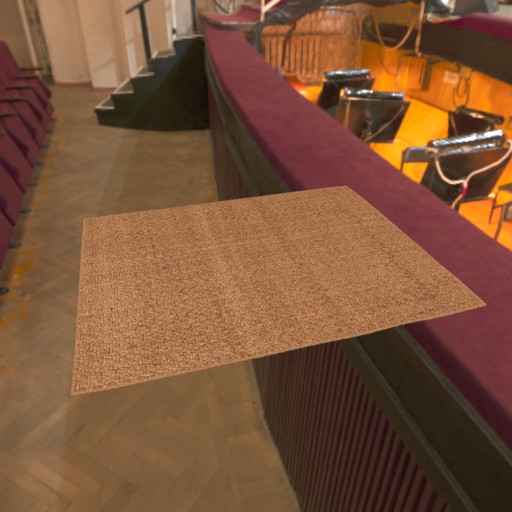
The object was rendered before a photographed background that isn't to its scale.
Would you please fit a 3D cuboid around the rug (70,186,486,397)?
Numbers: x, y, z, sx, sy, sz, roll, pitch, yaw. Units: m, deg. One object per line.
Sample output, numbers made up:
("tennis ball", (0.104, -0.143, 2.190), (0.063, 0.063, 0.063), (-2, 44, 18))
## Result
("rug", (0.000, 0.000, 4.009), (3.048, 0.013, 2.439), (-9, 33, -14))
